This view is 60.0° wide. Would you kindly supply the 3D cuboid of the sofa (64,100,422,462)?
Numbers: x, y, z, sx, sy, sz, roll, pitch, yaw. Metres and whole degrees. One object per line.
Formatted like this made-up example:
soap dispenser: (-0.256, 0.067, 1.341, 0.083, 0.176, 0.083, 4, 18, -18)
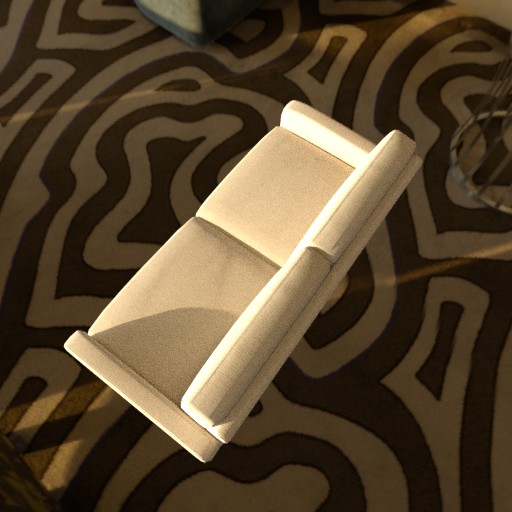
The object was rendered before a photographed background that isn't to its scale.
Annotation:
sofa: (0.000, 0.000, 2.267, 0.894, 0.831, 1.808, 33, 68, 15)
